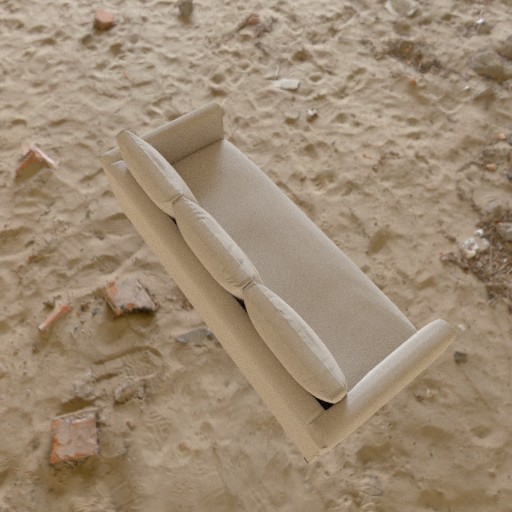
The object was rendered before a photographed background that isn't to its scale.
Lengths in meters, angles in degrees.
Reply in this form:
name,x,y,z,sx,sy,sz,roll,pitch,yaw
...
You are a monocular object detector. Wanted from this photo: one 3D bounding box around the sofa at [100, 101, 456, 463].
name,x,y,z,sx,sy,sz,roll,pitch,yaw
sofa,0.000,0.000,2.708,0.902,0.911,2.198,-32,64,-18
